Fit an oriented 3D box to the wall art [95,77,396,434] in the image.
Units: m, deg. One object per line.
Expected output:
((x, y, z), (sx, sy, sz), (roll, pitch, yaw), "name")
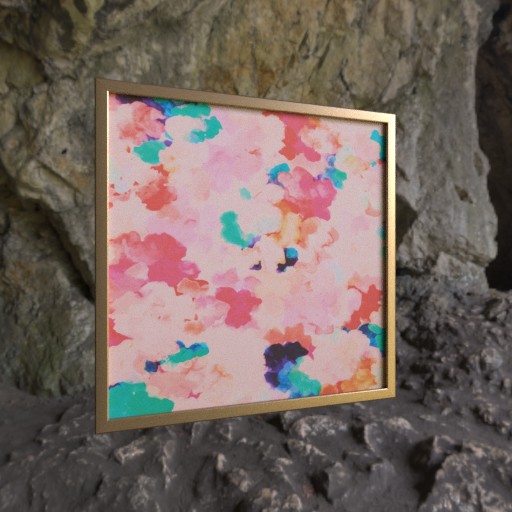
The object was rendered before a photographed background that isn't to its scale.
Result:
((0.000, 0.000, 0.445), (0.304, 0.305, 0.038), (0, 0, -19), "wall art")
